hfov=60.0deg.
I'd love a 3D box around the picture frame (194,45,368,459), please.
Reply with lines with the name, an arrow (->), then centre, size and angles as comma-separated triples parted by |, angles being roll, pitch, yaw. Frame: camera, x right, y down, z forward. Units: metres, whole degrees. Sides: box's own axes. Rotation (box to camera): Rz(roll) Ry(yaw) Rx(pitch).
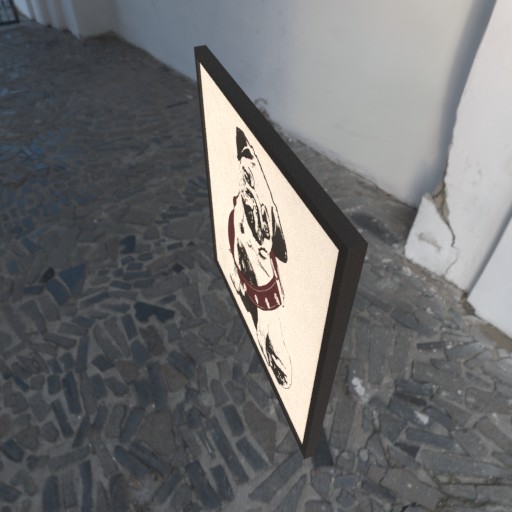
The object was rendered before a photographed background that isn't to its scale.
picture frame -> 0.000, 0.000, 1.140 | 0.032, 0.775, 0.775 | -16, 48, -15
